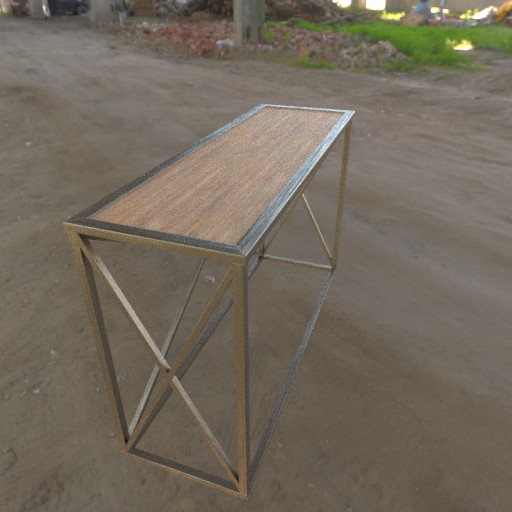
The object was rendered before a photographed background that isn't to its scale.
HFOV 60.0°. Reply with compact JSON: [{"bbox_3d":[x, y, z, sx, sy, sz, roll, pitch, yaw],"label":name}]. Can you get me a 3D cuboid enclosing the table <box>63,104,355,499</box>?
[{"bbox_3d":[0.000,0.000,1.531,0.402,0.753,1.216,10,32,17],"label":"table"}]
